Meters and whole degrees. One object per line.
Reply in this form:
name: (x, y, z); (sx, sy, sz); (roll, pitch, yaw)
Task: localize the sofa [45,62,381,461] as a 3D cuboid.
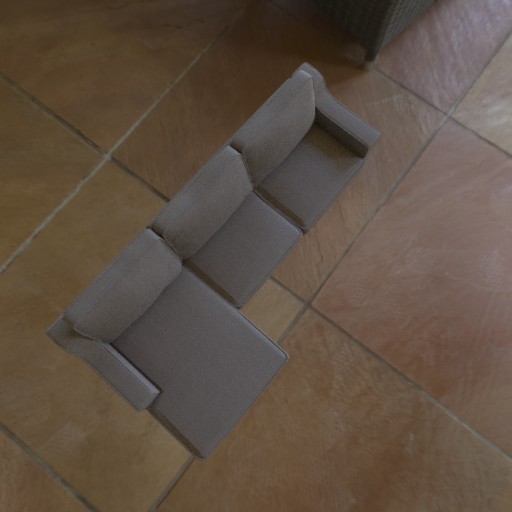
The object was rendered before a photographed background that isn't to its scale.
sofa: (0.000, 0.000, 3.151); (1.294, 0.928, 2.561); (40, 79, 9)
